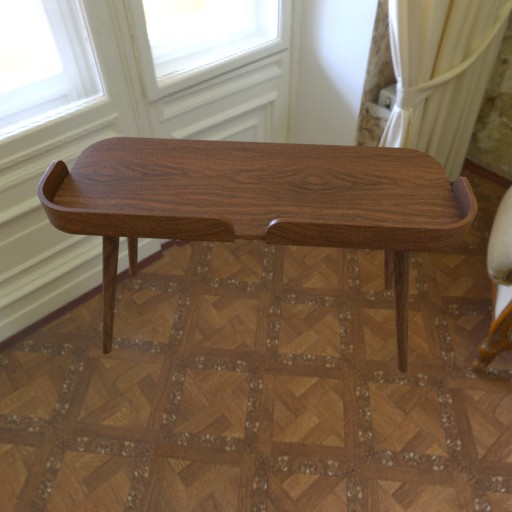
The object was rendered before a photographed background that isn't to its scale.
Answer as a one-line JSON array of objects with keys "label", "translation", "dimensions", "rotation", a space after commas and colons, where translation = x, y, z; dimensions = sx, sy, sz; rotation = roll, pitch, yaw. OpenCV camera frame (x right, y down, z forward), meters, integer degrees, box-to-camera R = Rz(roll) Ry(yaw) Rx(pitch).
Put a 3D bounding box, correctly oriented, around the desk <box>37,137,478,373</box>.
[{"label": "desk", "translation": [0.000, 0.000, 1.644], "dimensions": [1.256, 0.800, 0.486], "rotation": [3, 47, 3]}]
